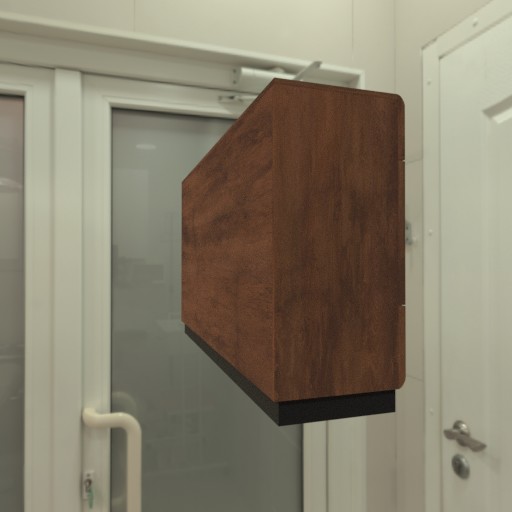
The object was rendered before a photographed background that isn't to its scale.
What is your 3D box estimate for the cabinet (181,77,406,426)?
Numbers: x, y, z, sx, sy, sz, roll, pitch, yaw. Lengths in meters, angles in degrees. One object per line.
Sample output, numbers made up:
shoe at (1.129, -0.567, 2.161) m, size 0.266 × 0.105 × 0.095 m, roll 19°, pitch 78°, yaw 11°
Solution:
cabinet at (0.000, 0.000, 1.959) m, size 0.420 × 0.900 × 1.600 m, roll 0°, pitch -1°, yaw -18°
